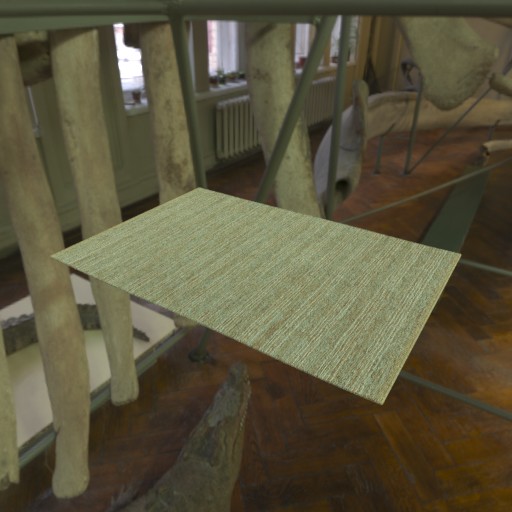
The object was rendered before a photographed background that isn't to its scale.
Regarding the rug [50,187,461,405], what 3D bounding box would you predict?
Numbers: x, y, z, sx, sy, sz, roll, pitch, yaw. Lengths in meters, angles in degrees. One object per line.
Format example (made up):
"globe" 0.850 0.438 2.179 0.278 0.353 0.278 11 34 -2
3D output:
"rug" 0.000 0.000 2.366 1.824 0.010 1.240 18 34 29
